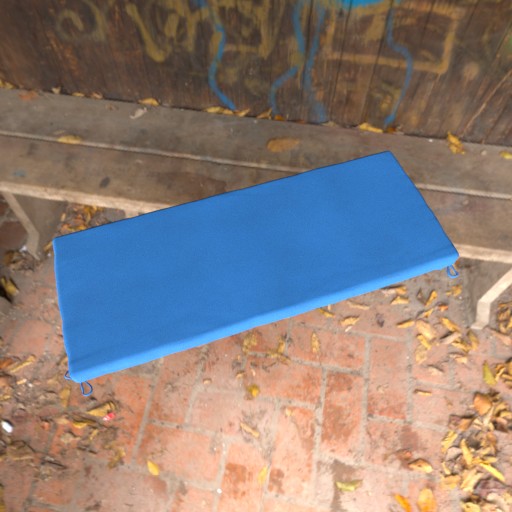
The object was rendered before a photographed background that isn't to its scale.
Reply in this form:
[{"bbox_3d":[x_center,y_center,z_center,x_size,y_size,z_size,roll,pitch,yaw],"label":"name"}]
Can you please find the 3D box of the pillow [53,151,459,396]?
[{"bbox_3d":[0.000,0.000,1.339,1.187,0.081,0.492,-16,60,-10],"label":"pillow"}]
